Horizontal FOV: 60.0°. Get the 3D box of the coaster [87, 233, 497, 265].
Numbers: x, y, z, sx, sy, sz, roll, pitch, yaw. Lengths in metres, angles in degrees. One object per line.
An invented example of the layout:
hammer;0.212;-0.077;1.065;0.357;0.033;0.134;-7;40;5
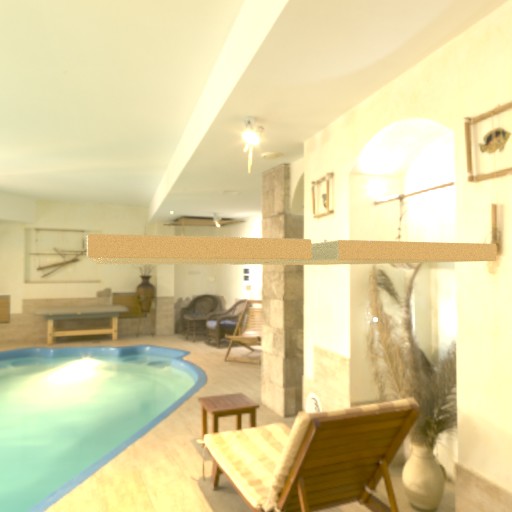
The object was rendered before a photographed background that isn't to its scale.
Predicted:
coaster;0.000;0.000;0.319;0.219;0.010;0.214;1;-2;-19
